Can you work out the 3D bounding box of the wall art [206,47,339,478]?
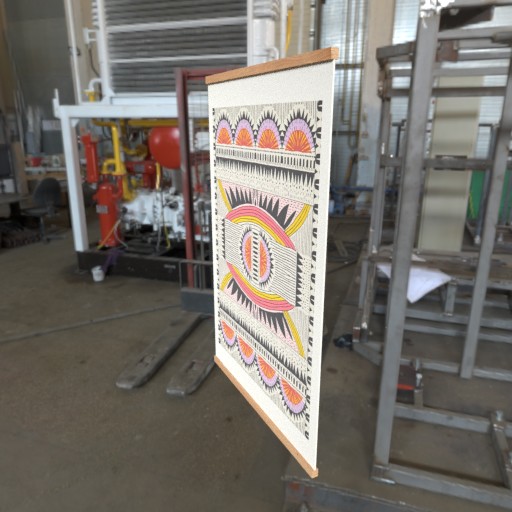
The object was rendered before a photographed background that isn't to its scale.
[{"bbox_3d":[0.000,0.000,1.930,0.028,1.533,0.999,-9,19,-26],"label":"wall art"}]
